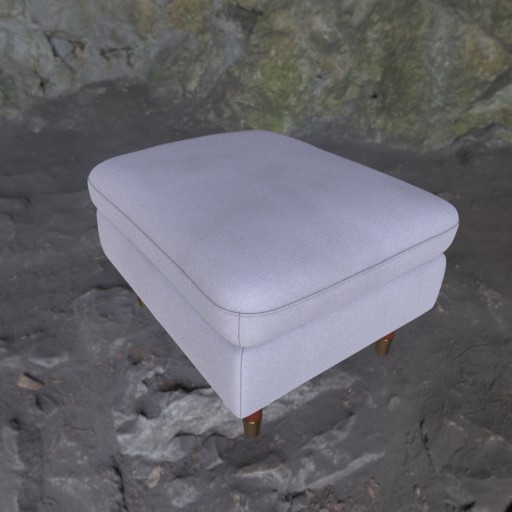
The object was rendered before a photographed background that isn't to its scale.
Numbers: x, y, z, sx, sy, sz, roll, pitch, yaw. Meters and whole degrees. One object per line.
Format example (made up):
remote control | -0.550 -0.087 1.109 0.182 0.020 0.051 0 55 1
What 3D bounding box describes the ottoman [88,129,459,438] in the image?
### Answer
ottoman | 0.000 0.000 1.109 0.593 0.478 0.747 -21 37 -30
